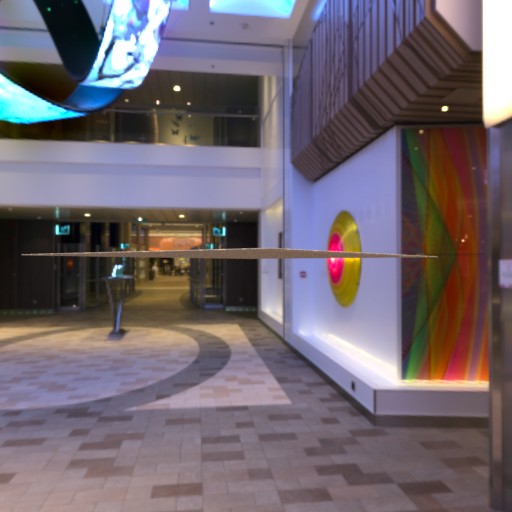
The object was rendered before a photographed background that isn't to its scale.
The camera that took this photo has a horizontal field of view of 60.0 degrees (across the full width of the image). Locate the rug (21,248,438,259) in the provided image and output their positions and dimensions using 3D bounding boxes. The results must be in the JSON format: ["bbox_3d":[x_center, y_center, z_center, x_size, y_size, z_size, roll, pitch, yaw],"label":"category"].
[{"bbox_3d":[0.000,0.000,3.843,2.283,0.006,2.892,-1,-1,36],"label":"rug"}]
